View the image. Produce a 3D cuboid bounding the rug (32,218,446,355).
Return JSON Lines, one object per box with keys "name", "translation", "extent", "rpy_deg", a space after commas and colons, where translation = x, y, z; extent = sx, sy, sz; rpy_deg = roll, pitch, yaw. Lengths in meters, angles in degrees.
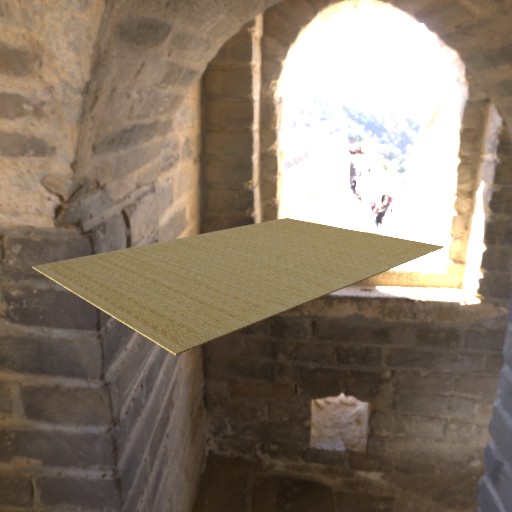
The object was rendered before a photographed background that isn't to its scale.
{"name": "rug", "translation": [0.000, 0.000, 2.910], "extent": [2.286, 0.006, 1.524], "rpy_deg": [-15, 21, -42]}
